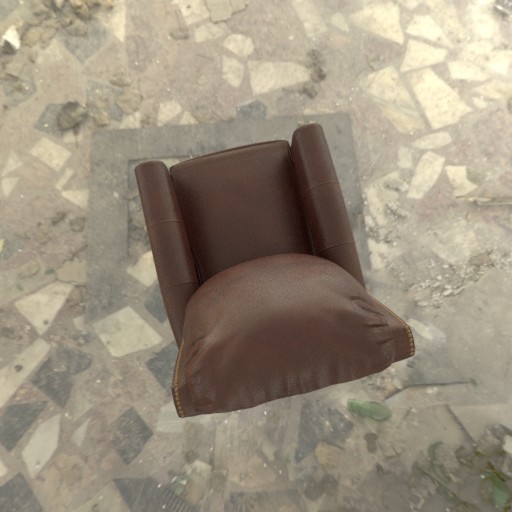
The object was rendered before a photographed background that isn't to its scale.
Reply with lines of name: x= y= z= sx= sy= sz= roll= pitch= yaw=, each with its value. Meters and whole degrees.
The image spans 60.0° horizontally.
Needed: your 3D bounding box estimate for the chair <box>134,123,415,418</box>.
chair: x=0.000 y=0.000 z=1.844 sx=0.826 sy=1.022 sz=1.089 roll=-13 pitch=76 yaw=-3
